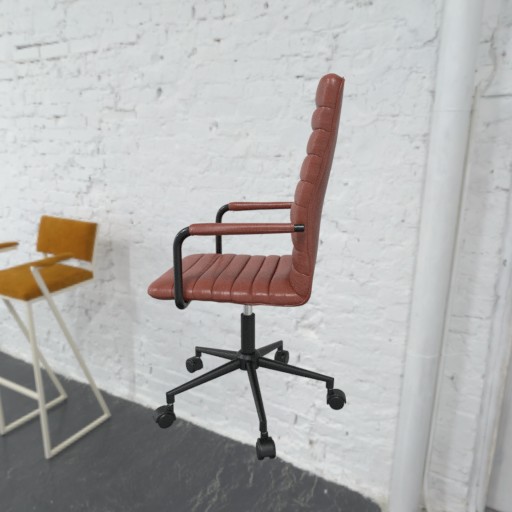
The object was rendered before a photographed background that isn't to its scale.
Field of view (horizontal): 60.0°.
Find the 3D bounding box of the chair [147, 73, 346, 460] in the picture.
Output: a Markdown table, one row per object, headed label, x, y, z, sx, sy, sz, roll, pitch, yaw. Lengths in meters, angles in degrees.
| label | x | y | z | sx | sy | sz | roll | pitch | yaw |
| --- | --- | --- | --- | --- | --- | --- | --- | --- | --- |
| chair | 0.000 | 0.000 | 1.344 | 0.580 | 0.979 | 0.608 | 2 | 14 | 8 |
